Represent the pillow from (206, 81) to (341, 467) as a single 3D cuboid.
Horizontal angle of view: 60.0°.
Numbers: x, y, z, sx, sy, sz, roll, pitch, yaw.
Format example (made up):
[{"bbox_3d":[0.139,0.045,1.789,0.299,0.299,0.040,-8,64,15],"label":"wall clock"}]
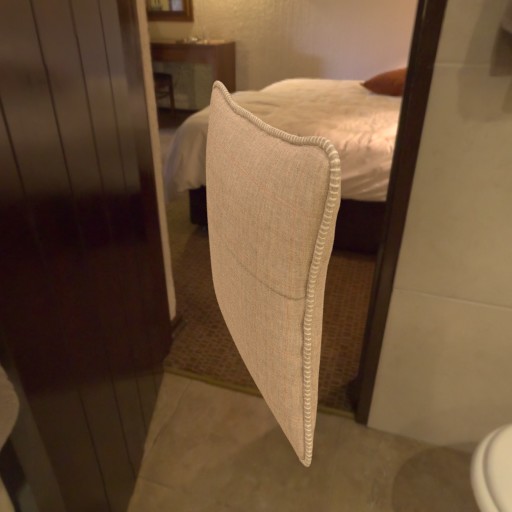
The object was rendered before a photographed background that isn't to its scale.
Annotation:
[{"bbox_3d":[0.000,0.000,0.736,0.124,0.494,0.485,-10,31,-17],"label":"pillow"}]
